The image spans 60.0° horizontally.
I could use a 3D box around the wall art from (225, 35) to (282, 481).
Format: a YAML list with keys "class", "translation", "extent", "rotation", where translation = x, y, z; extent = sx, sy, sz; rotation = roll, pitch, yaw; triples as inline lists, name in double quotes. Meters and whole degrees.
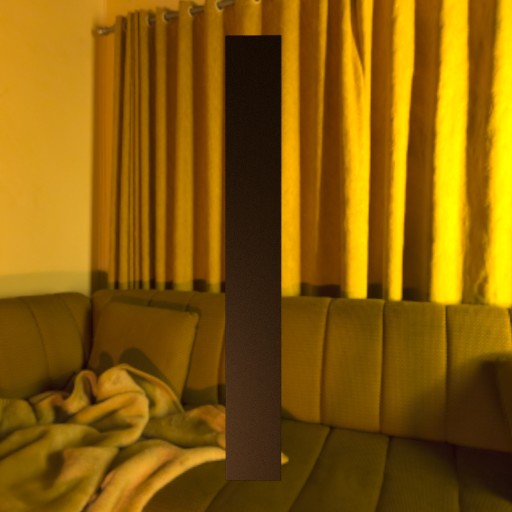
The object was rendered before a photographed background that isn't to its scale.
- class: "wall art"
  translation: [0.000, 0.000, 0.453]
  extent: [0.038, 0.304, 0.304]
  rotation: [0, 1, 1]
